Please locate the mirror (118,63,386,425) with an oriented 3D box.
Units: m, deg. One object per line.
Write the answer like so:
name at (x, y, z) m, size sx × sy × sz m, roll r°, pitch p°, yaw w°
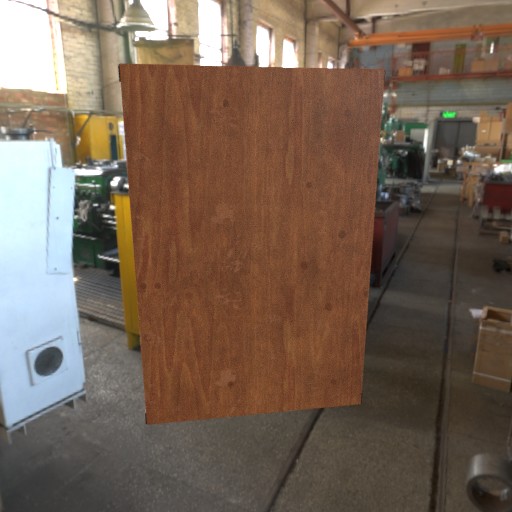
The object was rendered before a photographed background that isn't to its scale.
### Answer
mirror at (0.000, 0.000, 0.968) m, size 0.517 × 0.761 × 0.053 m, roll -2°, pitch 16°, yaw -9°
